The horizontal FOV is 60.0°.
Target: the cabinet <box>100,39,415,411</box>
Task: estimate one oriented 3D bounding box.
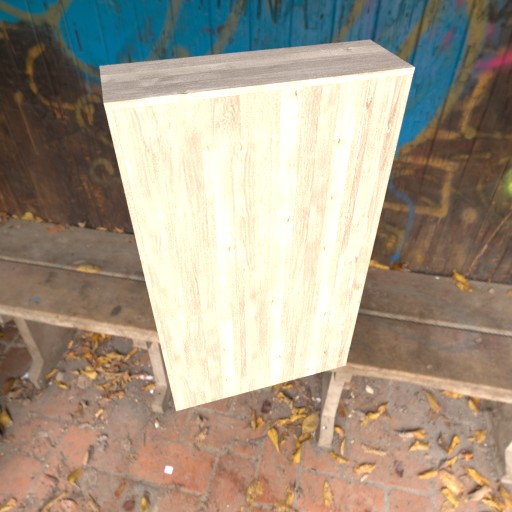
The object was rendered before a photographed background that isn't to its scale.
[{"bbox_3d":[0.000,0.000,1.537,0.750,1.280,0.250,-11,43,-12],"label":"cabinet"}]
